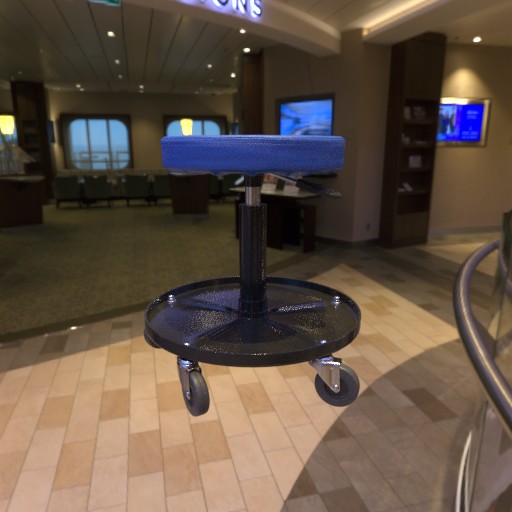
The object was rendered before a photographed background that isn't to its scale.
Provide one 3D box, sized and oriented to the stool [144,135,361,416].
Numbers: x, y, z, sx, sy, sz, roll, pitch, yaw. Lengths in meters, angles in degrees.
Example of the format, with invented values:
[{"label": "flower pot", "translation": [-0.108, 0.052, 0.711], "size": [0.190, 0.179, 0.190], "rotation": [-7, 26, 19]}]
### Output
[{"label": "stool", "translation": [0.000, 0.000, 0.701], "size": [0.382, 0.365, 0.381], "rotation": [8, 16, 28]}]
